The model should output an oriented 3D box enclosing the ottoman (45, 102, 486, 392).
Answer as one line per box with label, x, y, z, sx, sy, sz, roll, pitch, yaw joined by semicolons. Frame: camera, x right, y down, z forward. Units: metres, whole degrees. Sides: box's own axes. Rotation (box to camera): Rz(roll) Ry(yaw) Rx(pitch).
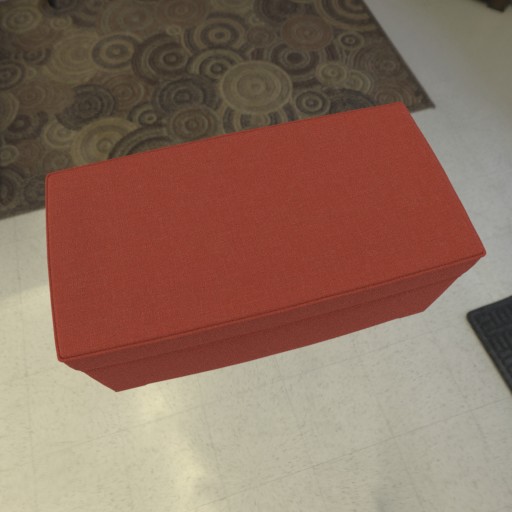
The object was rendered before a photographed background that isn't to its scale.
ottoman;0.000;0.000;1.210;0.948;0.454;0.497;-13;64;-7
